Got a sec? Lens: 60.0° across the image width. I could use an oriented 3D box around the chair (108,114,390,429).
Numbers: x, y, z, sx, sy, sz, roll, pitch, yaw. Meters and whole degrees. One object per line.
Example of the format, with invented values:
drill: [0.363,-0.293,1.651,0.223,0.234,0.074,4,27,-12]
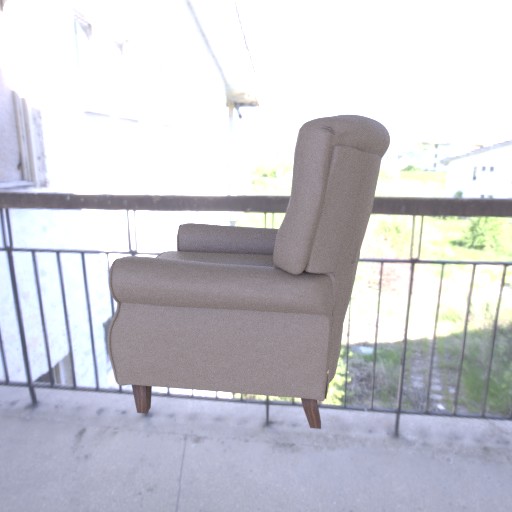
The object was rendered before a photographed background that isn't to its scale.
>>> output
chair: [0.000,0.000,1.910,1.041,1.138,0.999,2,14,8]
